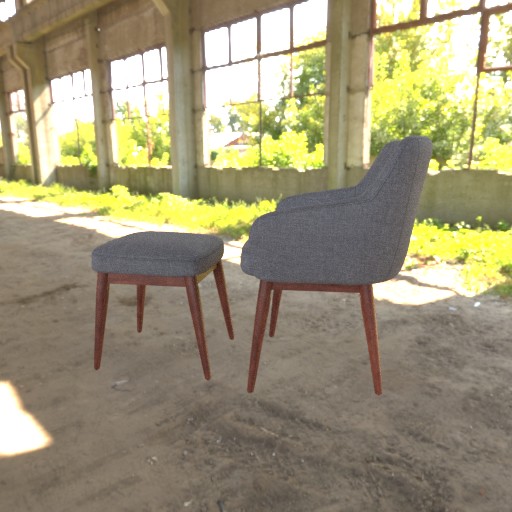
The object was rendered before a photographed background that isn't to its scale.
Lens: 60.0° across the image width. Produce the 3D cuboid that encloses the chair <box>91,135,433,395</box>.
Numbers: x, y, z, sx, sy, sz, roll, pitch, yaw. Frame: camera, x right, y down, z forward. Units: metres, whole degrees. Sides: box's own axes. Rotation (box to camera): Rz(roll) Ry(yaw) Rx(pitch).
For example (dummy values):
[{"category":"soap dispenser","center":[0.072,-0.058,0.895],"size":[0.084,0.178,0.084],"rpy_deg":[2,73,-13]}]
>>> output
[{"category":"chair","center":[0.000,0.000,1.563],"size":[1.107,0.799,0.584],"rpy_deg":[2,13,10]}]
